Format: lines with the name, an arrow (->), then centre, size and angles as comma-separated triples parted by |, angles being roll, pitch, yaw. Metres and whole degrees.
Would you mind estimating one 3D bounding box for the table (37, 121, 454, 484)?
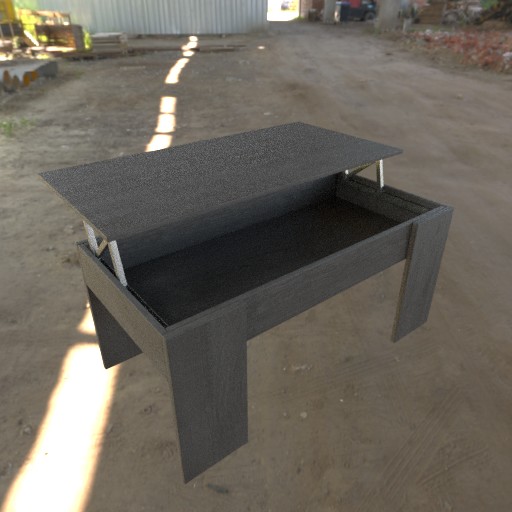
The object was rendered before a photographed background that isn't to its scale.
table -> 0.000, 0.000, 1.409 | 1.000, 0.570, 0.711 | -21, 36, -33
